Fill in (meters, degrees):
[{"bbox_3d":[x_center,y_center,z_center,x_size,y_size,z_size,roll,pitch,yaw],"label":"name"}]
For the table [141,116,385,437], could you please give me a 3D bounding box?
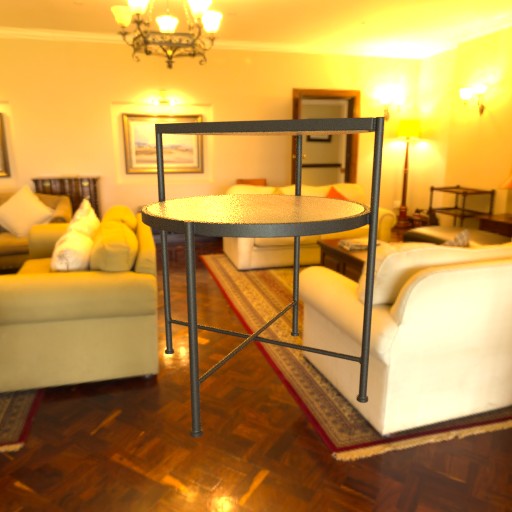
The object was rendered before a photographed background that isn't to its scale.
[{"bbox_3d":[0.000,0.000,1.169,0.629,0.684,0.628,7,15,25],"label":"table"}]
